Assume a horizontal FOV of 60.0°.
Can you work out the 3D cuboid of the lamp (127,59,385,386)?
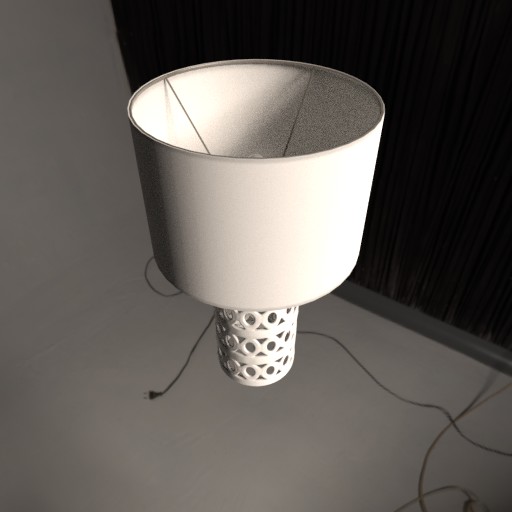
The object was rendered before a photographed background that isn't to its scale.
[{"bbox_3d":[0.000,0.000,0.701,0.310,0.502,0.310,0,41,0],"label":"lamp"}]
